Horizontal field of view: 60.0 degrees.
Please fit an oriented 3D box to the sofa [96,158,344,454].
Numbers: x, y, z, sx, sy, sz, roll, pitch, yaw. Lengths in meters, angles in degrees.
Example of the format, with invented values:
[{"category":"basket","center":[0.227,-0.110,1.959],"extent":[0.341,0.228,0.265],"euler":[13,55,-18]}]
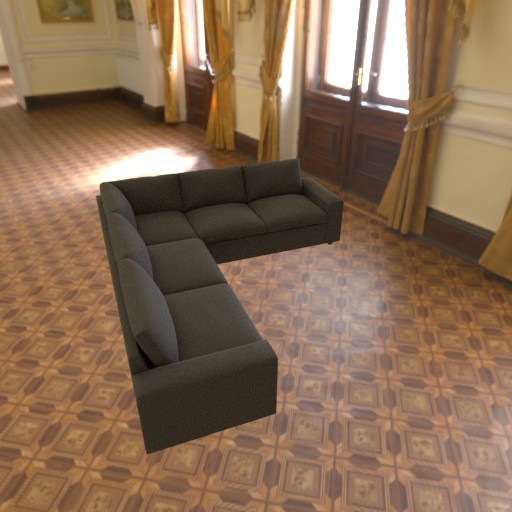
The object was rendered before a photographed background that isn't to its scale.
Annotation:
[{"category":"sofa","center":[0.000,0.000,4.633],"extent":[2.895,0.965,3.277],"euler":[-11,31,-18]}]
